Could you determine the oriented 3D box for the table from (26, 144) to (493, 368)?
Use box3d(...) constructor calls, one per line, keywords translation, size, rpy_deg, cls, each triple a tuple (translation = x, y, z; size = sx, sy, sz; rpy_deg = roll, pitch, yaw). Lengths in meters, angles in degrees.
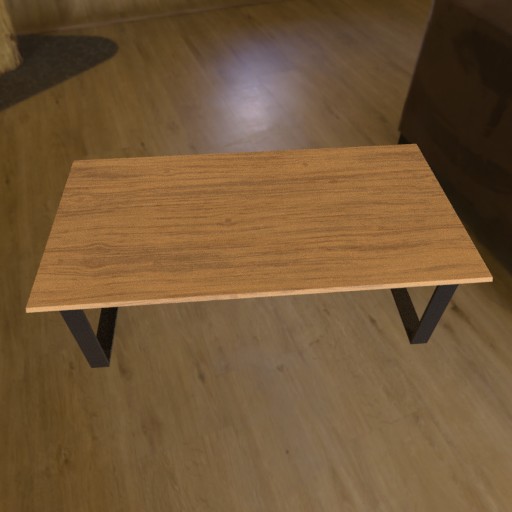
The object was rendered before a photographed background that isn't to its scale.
box3d(translation=(0.000, 0.000, 1.647), size=(1.331, 0.445, 0.693), rpy_deg=(-4, 48, -3), cls="table")
